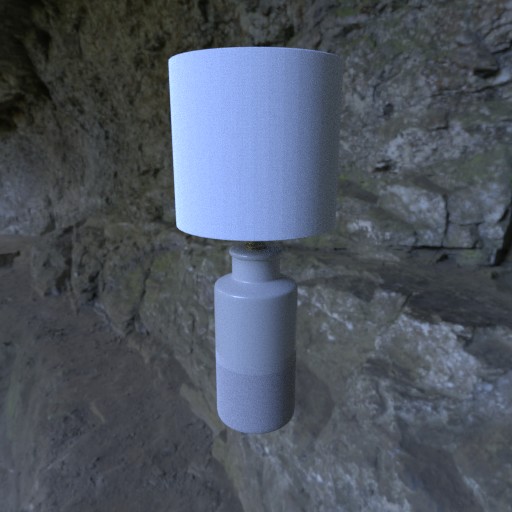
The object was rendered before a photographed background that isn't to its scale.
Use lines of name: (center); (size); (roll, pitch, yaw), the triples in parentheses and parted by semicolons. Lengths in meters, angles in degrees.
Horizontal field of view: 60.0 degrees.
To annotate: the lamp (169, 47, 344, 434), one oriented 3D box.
lamp: (0.000, 0.000, 0.611); (0.212, 0.493, 0.212); (-2, 16, -7)
